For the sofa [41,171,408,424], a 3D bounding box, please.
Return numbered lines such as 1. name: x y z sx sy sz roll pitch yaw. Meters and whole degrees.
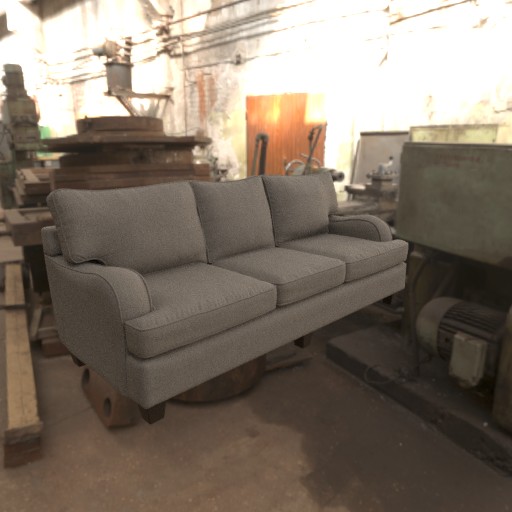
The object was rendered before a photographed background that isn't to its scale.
1. sofa: 0.000 0.000 2.891 2.323 0.991 1.016 -14 20 -43
